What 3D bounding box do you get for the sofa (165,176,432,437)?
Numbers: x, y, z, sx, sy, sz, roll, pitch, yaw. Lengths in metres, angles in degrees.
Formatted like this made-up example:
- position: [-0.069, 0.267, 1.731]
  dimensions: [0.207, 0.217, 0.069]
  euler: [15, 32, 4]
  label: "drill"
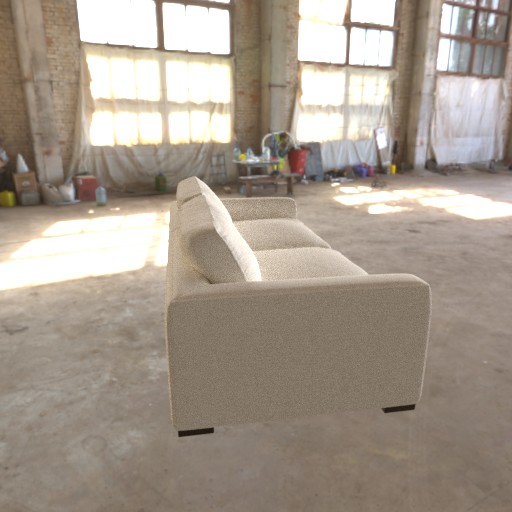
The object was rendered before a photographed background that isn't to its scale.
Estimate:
- position: [0.000, 0.000, 2.741]
  dimensions: [1.070, 0.801, 2.262]
  euler: [-3, 17, -10]
  label: "sofa"
